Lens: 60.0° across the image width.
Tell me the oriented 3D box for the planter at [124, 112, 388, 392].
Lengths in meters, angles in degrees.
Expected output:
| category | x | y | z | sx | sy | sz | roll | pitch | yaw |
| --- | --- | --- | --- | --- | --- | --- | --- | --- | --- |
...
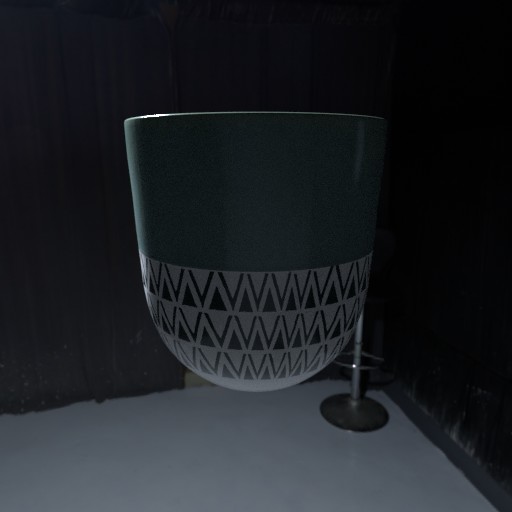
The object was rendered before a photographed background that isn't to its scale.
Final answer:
| category | x | y | z | sx | sy | sz | roll | pitch | yaw |
| --- | --- | --- | --- | --- | --- | --- | --- | --- | --- |
| planter | 0.000 | 0.000 | 0.371 | 0.198 | 0.214 | 0.198 | 0 | 13 | 0 |
